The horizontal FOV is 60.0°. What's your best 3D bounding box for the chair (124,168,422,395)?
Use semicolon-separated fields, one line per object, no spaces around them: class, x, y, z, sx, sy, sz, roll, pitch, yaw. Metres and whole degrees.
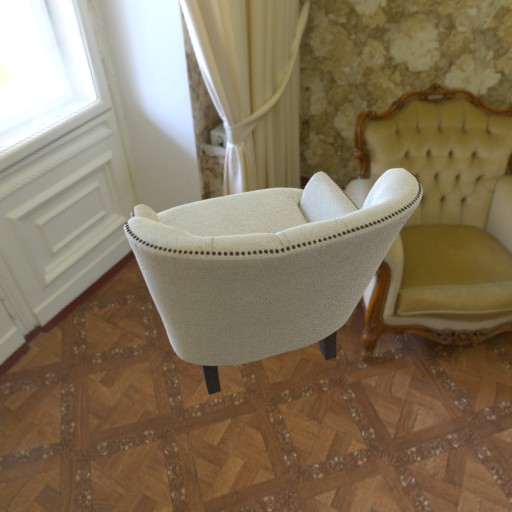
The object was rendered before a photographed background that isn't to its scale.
chair;0.000;0.000;1.624;0.848;0.868;0.906;-13;43;-14
